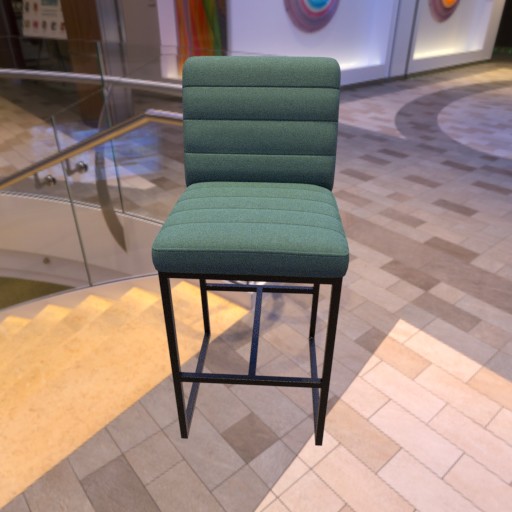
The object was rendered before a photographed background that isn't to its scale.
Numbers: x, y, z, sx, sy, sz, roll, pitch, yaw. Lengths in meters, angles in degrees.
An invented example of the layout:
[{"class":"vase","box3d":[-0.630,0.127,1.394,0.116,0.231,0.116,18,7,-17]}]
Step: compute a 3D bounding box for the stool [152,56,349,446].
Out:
[{"class":"stool","box3d":[0.000,0.000,1.323,0.460,1.040,0.560,2,31,3]}]
